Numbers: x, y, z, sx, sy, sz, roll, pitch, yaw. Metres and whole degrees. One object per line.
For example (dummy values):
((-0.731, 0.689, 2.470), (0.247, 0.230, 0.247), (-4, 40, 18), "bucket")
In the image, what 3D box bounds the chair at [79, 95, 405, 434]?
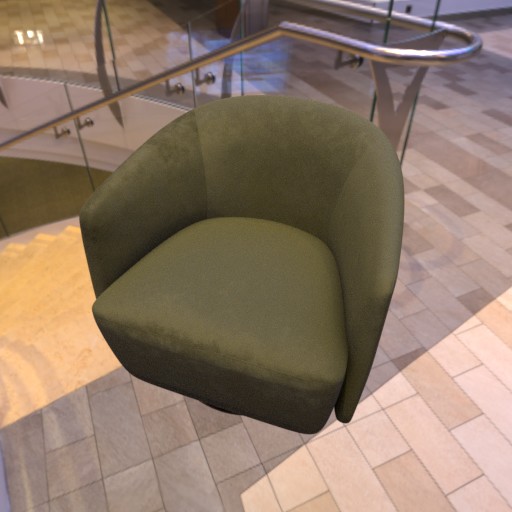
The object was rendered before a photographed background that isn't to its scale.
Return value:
((0.000, 0.000, 1.308), (0.773, 0.698, 0.767), (13, 42, 15), "chair")
